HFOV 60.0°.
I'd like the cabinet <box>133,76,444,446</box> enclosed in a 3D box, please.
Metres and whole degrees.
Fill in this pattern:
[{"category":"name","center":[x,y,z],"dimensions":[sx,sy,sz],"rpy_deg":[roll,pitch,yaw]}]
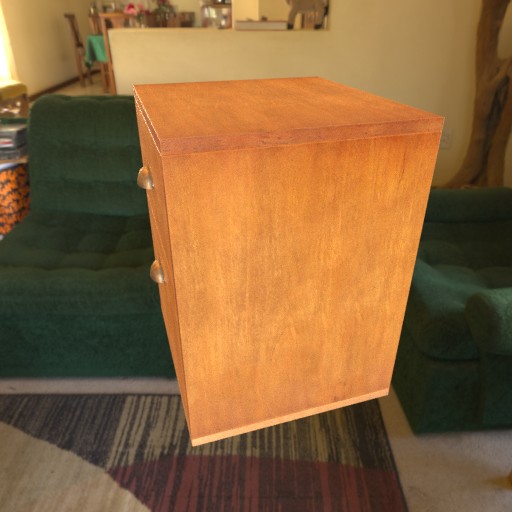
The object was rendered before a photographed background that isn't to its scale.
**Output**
[{"category":"cabinet","center":[0.000,0.000,0.853],"dimensions":[0.401,0.579,0.409],"rpy_deg":[-9,31,-15]}]
